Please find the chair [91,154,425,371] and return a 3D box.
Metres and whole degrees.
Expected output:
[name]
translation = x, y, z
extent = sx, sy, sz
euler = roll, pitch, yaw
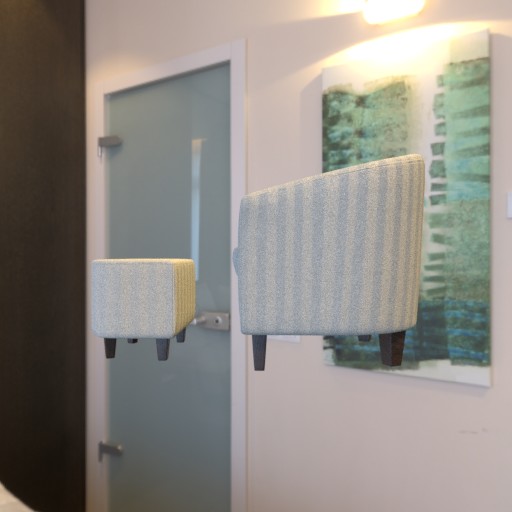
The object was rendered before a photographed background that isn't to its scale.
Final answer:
[chair]
translation = 0.000, 0.000, 1.771
extent = 1.288, 0.757, 0.756
euler = 0, 0, 2
